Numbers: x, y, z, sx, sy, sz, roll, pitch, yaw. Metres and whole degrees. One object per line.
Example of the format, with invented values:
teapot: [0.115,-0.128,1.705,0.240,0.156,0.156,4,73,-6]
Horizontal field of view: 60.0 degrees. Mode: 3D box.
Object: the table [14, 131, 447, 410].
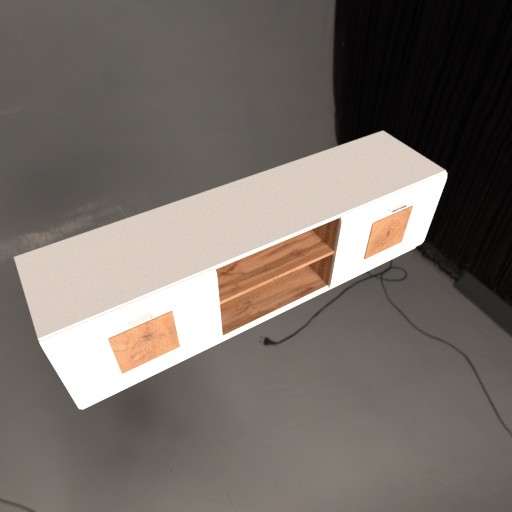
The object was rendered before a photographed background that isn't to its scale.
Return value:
table: [0.000,0.000,1.720,1.550,0.440,0.400,-23,49,-21]
